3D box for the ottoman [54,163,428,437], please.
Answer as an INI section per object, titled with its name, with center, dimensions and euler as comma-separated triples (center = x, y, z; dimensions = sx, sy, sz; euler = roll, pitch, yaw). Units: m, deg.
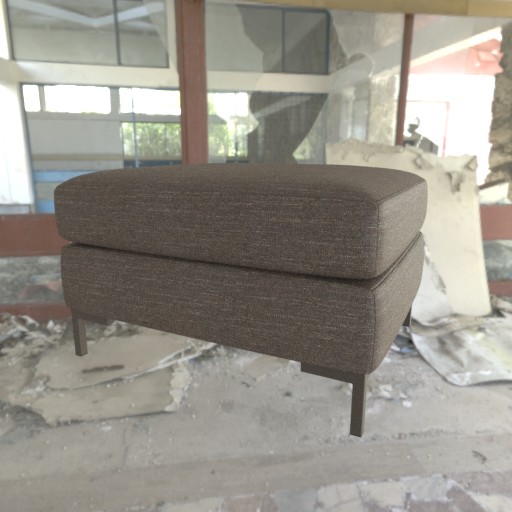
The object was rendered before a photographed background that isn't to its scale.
[ottoman]
center = 0.000, 0.000, 1.217
dimensions = 0.820, 0.490, 0.671
euler = 7, 15, 26
